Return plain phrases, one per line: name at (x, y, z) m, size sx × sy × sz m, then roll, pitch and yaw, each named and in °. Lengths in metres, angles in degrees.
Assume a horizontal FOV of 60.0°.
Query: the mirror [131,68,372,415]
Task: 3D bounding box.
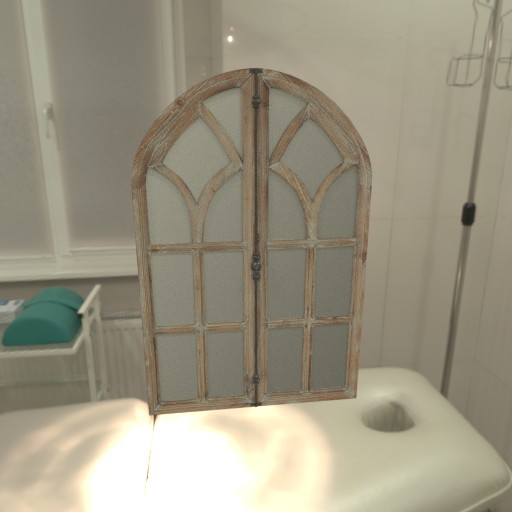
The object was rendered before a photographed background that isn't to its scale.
mirror at (0.000, 0.000, 1.164) m, size 0.609 × 0.915 × 0.032 m, roll -2°, pitch 16°, yaw -8°
